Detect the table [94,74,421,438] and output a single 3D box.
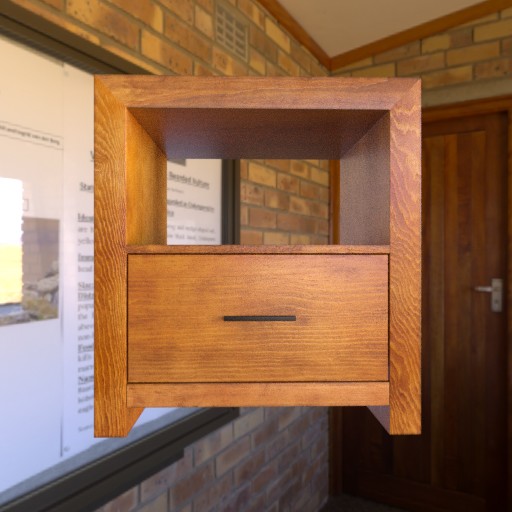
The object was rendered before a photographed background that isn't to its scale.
[{"bbox_3d":[0.000,0.000,0.936,0.550,0.605,0.400,0,0,-1],"label":"table"}]
